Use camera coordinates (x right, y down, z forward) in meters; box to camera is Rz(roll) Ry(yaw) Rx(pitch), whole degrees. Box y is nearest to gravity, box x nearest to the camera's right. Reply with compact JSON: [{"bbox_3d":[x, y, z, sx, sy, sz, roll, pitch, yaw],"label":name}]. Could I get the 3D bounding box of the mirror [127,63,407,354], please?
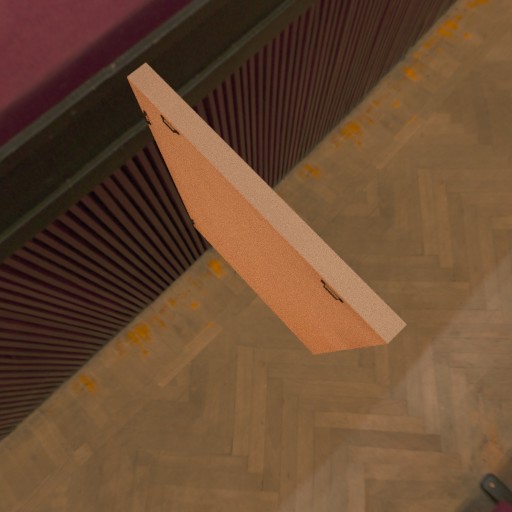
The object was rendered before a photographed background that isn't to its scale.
[{"bbox_3d":[0.000,0.000,0.933,0.040,0.710,0.507,-42,80,-9],"label":"mirror"}]
